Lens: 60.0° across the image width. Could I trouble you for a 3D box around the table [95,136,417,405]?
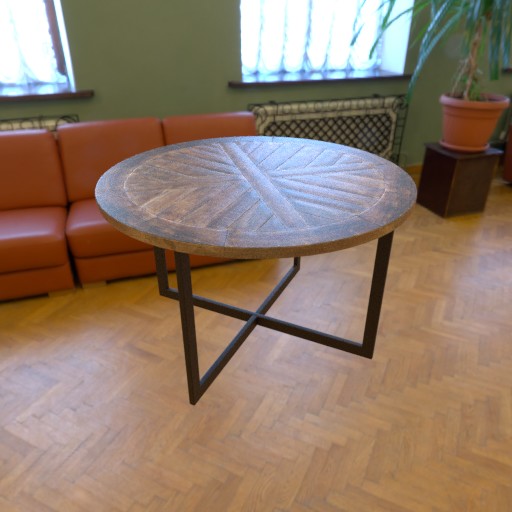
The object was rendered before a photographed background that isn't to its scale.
[{"bbox_3d":[0.000,0.000,2.009,1.264,0.762,1.264,0,29,0],"label":"table"}]
